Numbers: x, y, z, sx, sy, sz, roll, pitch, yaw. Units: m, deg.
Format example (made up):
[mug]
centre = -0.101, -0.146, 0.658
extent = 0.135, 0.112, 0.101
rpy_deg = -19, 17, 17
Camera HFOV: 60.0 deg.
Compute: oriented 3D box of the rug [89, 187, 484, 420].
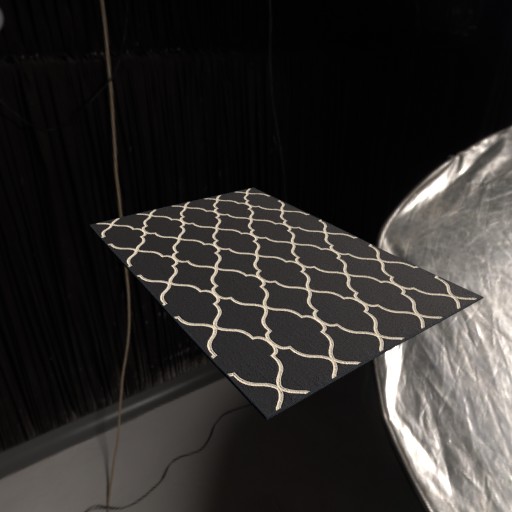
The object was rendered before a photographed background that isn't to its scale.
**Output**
[rug]
centre = 0.000, 0.000, 2.933
extent = 1.528, 0.014, 2.294
rpy_deg = -18, 33, -31
